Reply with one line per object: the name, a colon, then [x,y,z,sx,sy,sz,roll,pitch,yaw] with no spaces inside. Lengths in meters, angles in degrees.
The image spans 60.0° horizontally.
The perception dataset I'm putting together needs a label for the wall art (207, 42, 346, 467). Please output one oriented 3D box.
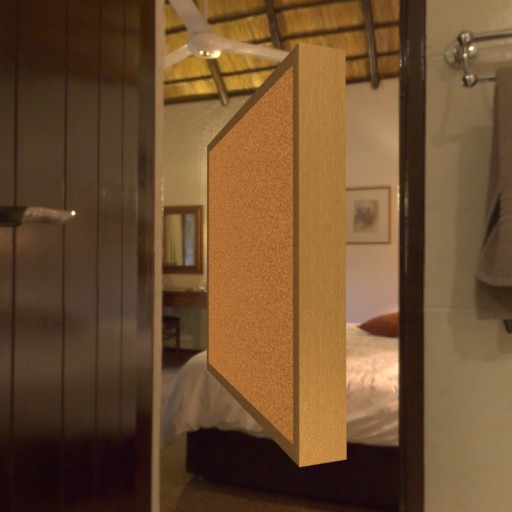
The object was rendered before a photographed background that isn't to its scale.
wall art: [0.000,0.000,0.468,0.038,0.305,0.304,0,-1,-19]
